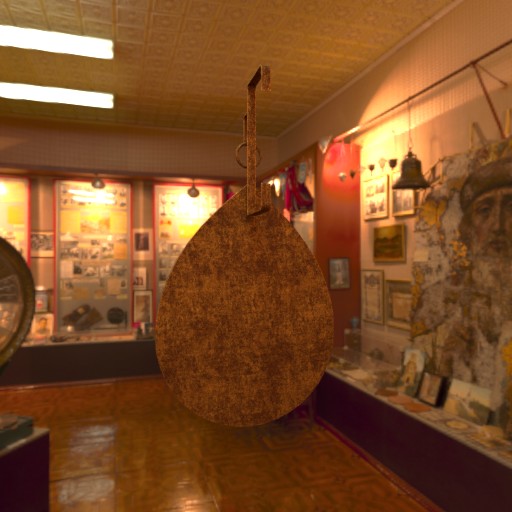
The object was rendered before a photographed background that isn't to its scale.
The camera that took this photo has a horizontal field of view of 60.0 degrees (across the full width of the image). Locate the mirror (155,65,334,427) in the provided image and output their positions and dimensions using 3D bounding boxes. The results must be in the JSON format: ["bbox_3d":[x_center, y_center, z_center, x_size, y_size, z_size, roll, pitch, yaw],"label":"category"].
[{"bbox_3d":[0.000,0.000,0.926,0.405,0.744,0.144,0,-1,-16],"label":"mirror"}]
